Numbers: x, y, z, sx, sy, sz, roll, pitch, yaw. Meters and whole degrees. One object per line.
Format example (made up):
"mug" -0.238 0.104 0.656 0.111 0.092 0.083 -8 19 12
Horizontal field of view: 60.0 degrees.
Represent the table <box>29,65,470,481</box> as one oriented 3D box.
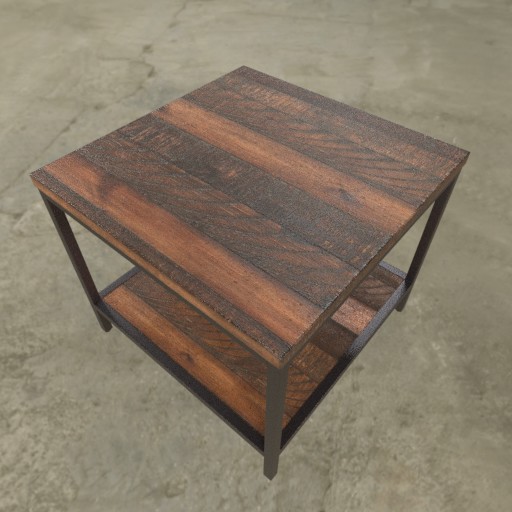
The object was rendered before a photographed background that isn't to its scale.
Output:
"table" 0.000 0.000 0.954 0.548 0.482 0.553 32 55 26
